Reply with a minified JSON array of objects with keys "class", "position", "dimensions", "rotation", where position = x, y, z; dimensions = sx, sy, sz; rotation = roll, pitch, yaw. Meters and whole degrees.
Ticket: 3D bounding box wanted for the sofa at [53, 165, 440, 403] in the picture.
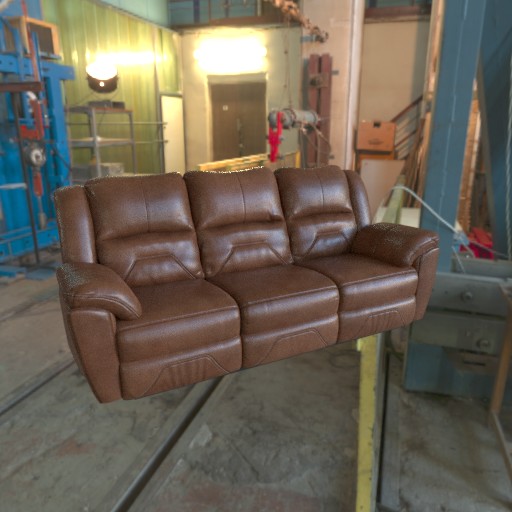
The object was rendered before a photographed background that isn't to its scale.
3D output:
[{"class":"sofa","position":[0.000,0.000,2.834],"dimensions":[2.337,1.043,0.991],"rotation":[-8,19,-26]}]
